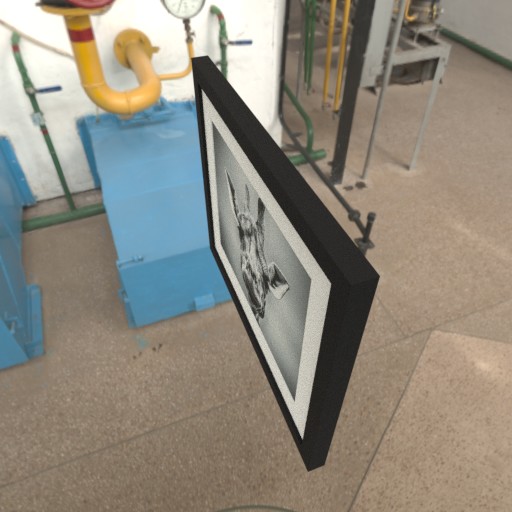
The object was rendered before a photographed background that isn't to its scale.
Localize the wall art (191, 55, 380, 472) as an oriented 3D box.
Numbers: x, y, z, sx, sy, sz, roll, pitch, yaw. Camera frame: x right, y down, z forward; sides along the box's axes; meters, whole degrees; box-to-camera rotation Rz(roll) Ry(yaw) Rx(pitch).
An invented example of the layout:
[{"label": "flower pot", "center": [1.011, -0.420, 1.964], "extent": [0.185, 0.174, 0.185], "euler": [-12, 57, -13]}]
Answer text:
[{"label": "wall art", "center": [0.000, 0.000, 0.746], "extent": [0.031, 0.457, 0.558], "euler": [-15, 47, -14]}]
